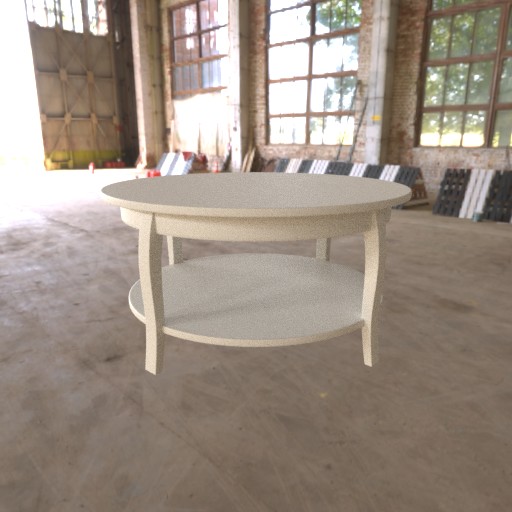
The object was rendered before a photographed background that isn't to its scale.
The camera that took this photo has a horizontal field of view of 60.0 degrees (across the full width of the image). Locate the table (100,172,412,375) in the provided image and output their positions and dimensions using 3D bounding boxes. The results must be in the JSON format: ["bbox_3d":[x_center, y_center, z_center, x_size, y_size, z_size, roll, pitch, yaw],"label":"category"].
[{"bbox_3d":[0.000,0.000,1.426,0.910,0.457,0.910,0,15,0],"label":"table"}]
